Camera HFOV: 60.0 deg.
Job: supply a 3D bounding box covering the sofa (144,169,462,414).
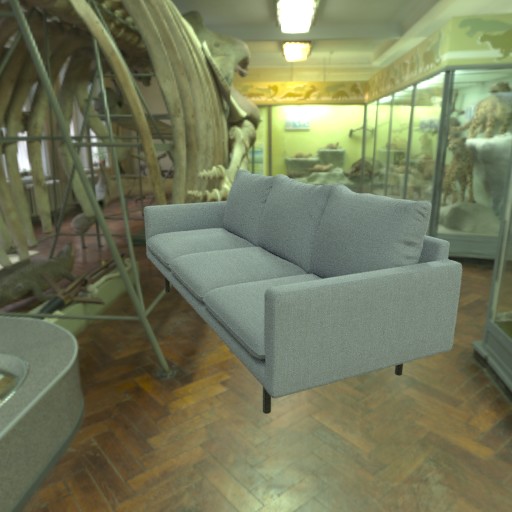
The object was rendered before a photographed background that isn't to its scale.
[{"bbox_3d":[0.000,0.000,2.453,0.850,0.830,2.000,-7,17,-24],"label":"sofa"}]
